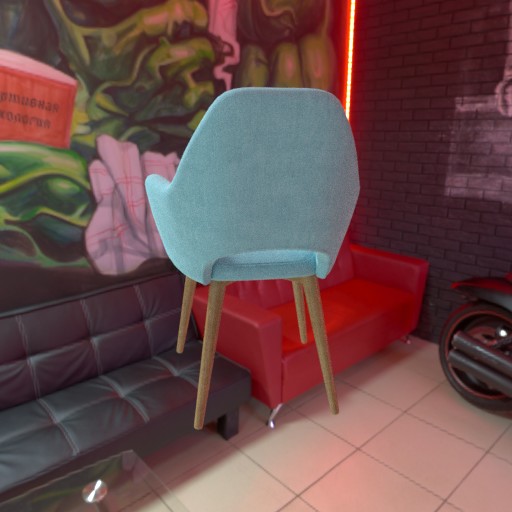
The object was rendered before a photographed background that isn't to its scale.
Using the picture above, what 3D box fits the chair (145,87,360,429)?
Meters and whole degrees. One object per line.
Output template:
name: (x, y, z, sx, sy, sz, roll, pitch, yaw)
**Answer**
chair: (0.000, 0.000, 1.253, 0.590, 0.840, 0.610, -3, 15, -9)
